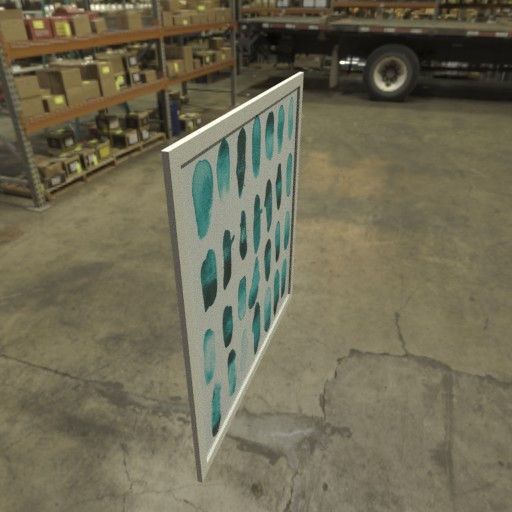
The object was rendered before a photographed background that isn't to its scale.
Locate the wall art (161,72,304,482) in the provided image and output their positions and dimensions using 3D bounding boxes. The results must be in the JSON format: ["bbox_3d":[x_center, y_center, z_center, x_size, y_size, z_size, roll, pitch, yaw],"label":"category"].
[{"bbox_3d":[0.000,0.000,1.190,0.013,0.813,0.812,10,32,17],"label":"wall art"}]
